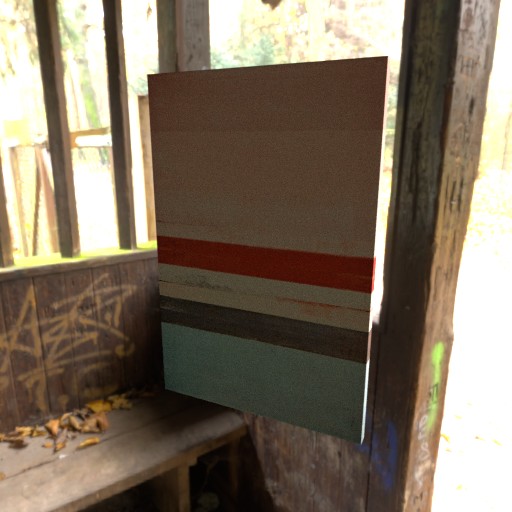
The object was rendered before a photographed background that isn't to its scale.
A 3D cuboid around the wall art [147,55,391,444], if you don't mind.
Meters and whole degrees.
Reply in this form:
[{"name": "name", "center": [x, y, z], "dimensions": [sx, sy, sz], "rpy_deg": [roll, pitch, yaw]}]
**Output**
[{"name": "wall art", "center": [0.000, 0.000, 1.154], "dimensions": [0.610, 0.914, 0.038], "rpy_deg": [7, 16, 25]}]
